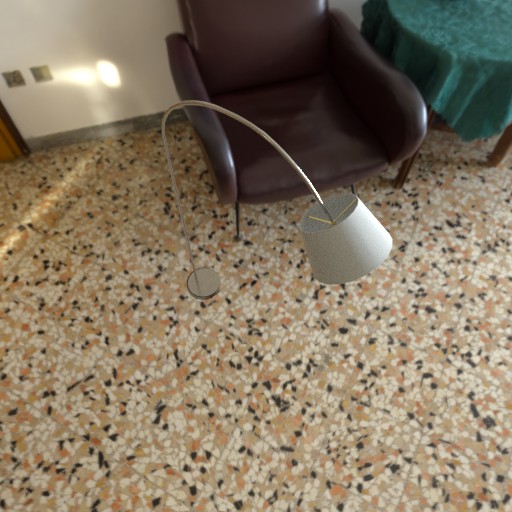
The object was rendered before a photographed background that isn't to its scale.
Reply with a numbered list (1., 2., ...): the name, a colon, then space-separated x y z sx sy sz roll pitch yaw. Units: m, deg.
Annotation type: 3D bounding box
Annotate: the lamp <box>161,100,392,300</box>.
1. lamp: 0.000 0.000 2.770 1.445 2.098 0.406 33 64 19
